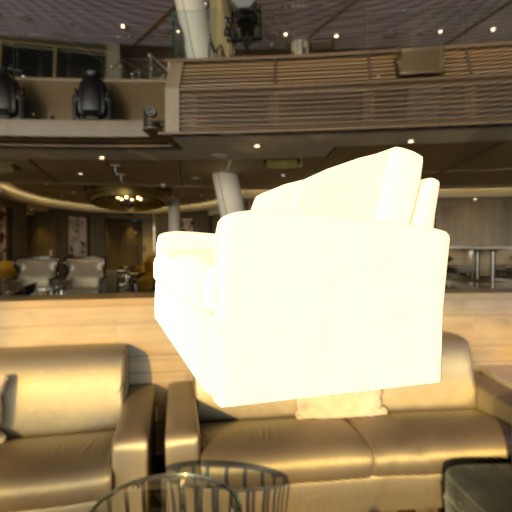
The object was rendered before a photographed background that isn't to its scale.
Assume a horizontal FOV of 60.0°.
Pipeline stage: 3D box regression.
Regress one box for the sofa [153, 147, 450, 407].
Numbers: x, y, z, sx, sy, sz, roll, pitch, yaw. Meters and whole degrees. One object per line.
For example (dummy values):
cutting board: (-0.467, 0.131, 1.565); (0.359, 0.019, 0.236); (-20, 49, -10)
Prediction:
sofa: (0.000, 0.000, 2.235); (0.894, 0.831, 1.808); (0, 1, -18)
